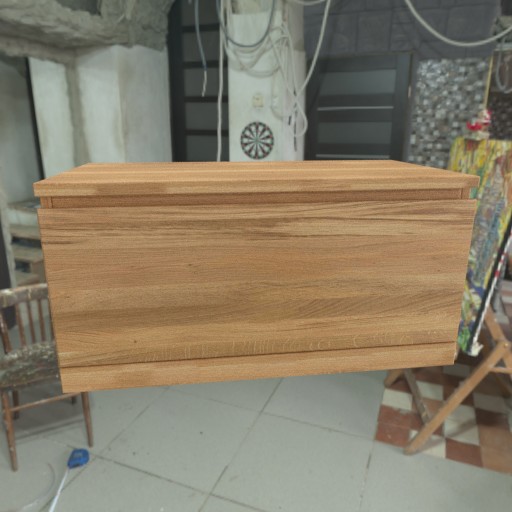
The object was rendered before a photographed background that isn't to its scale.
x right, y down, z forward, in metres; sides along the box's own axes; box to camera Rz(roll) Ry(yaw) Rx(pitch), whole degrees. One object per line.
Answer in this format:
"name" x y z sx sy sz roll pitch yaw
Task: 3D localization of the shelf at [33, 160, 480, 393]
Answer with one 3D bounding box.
"shelf" 0.000 0.000 1.030 0.800 0.400 0.400 -2 17 -7
